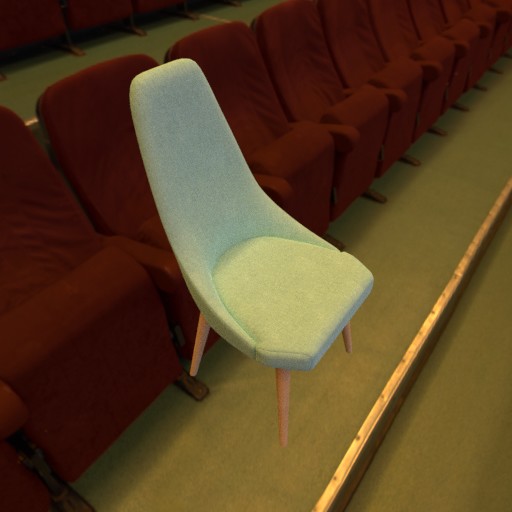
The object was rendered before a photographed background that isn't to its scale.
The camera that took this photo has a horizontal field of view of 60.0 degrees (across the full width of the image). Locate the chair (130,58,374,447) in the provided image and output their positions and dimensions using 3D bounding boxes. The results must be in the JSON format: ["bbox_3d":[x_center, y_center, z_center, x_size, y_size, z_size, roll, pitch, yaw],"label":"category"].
[{"bbox_3d":[0.000,0.000,1.397,0.660,1.040,0.510,26,47,26],"label":"chair"}]
